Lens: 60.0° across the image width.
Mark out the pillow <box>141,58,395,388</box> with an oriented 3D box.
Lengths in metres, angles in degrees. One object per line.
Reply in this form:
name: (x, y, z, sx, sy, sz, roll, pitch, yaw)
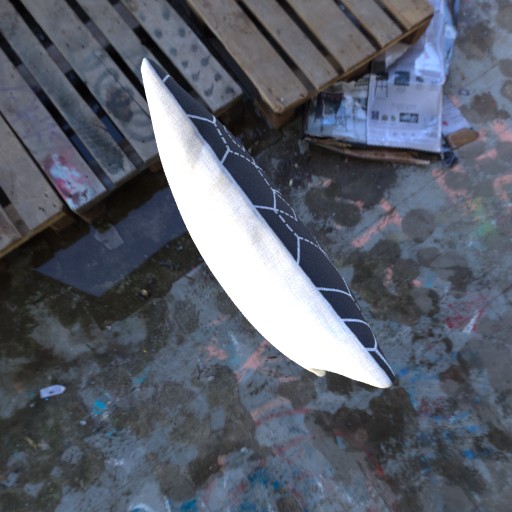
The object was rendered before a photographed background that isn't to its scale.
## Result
pillow: (0.000, 0.000, 0.783, 0.158, 0.508, 0.517, -35, 79, -8)
